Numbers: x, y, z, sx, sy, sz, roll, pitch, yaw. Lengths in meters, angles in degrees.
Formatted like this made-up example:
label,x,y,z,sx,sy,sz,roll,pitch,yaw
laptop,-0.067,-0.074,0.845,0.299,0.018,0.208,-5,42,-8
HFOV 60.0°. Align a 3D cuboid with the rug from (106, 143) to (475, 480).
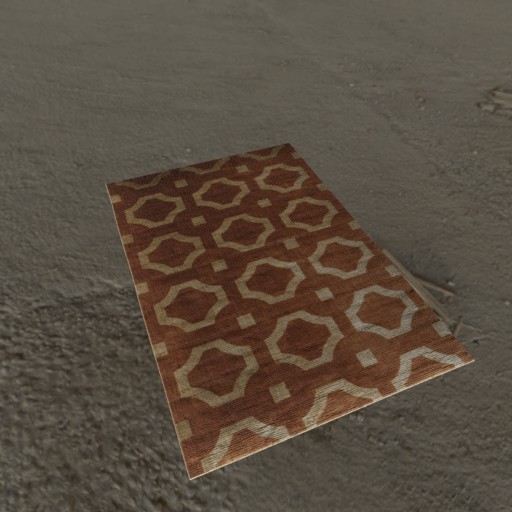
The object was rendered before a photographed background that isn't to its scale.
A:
label,x,y,z,sx,sy,sz,roll,pitch,yaw
rug,0.000,0.000,2.860,1.555,0.016,2.286,-16,48,-15
